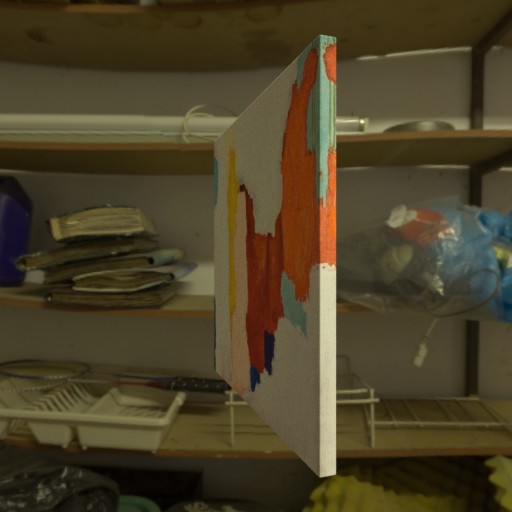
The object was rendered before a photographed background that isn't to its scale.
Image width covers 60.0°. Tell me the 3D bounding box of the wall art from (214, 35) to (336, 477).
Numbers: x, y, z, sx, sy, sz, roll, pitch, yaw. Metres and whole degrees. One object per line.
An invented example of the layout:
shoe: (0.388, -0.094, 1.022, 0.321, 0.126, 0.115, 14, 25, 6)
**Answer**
wall art: (0.000, 0.000, 1.502, 0.044, 1.017, 1.017, 0, 0, -19)
